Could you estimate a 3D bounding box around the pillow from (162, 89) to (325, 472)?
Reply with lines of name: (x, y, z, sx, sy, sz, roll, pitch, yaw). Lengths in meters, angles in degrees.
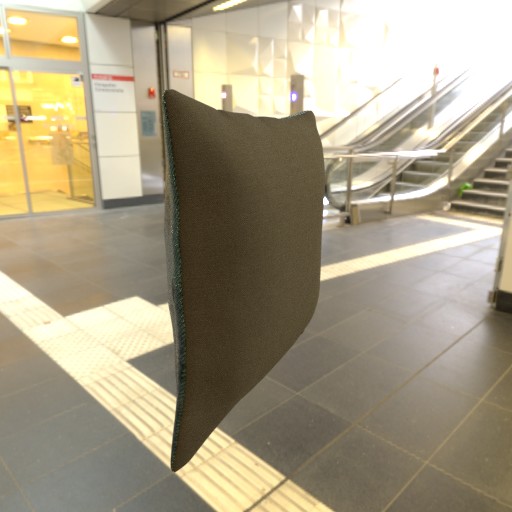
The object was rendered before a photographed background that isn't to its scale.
pillow: (0.000, 0.000, 0.647, 0.138, 0.430, 0.436, 8, 18, 25)
